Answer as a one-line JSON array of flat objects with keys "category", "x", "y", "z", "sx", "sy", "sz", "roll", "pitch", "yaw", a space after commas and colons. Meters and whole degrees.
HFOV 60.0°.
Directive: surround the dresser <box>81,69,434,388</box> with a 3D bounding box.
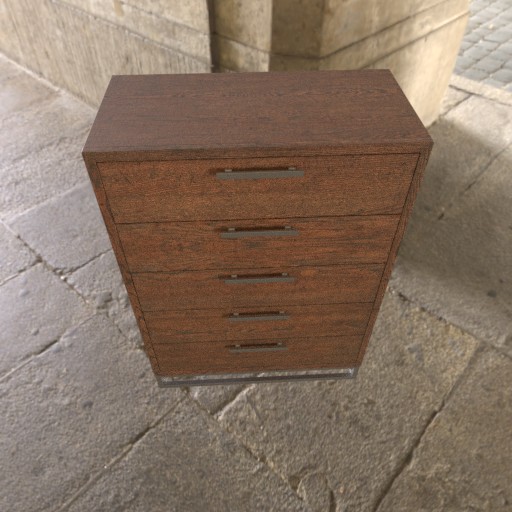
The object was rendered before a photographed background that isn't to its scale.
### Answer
[{"category": "dresser", "x": 0.000, "y": 0.000, "z": 1.840, "sx": 0.965, "sy": 1.321, "sz": 0.508, "roll": -2, "pitch": 46, "yaw": -2}]
